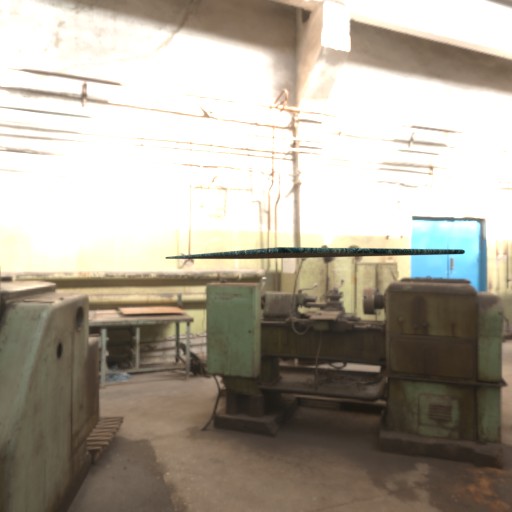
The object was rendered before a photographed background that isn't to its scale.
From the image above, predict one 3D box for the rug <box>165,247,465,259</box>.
[{"bbox_3d":[0.000,0.000,2.439,0.676,0.016,2.286,0,-1,-19],"label":"rug"}]
